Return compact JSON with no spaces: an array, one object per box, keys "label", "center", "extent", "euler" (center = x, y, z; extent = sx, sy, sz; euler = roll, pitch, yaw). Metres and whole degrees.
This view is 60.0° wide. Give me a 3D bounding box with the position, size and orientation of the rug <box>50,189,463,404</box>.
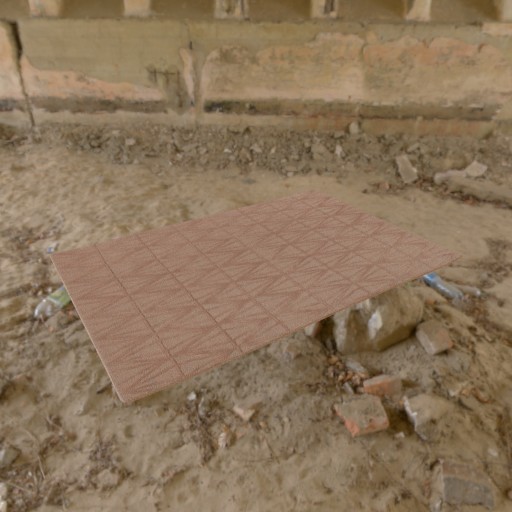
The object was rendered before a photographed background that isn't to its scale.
[{"label":"rug","center":[0.000,0.000,2.351],"extent":[1.837,0.025,1.230],"euler":[-17,33,-28]}]
